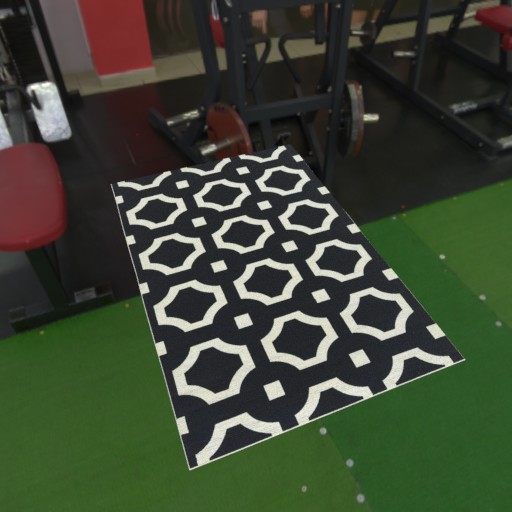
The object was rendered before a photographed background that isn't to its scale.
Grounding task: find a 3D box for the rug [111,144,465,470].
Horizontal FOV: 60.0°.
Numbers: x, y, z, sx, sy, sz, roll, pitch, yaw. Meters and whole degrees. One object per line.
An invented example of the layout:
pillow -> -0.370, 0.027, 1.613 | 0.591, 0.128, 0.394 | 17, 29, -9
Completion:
rug -> 0.000, 0.000, 2.950 | 1.555, 0.016, 2.286 | -16, 48, -15
